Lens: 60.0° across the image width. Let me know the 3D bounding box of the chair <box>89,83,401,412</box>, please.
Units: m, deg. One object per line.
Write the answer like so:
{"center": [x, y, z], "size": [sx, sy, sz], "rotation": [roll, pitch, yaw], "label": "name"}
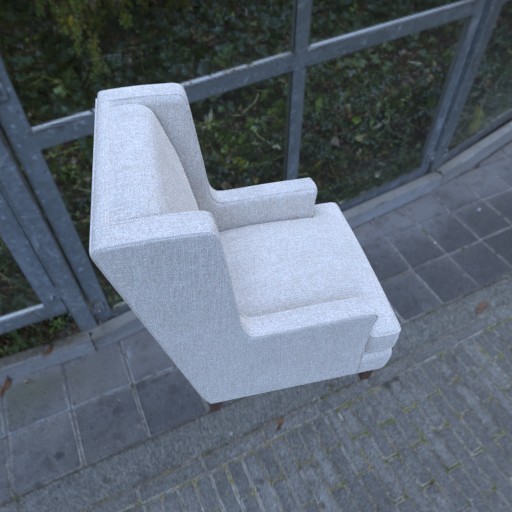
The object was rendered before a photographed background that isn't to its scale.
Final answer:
{"center": [0.000, 0.000, 1.707], "size": [0.948, 1.082, 0.764], "rotation": [-9, 48, -8], "label": "chair"}
